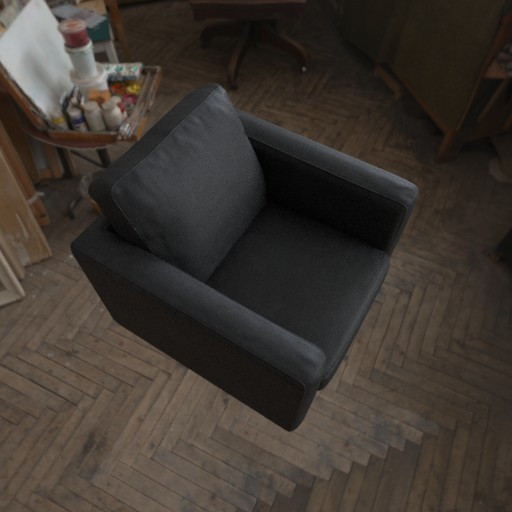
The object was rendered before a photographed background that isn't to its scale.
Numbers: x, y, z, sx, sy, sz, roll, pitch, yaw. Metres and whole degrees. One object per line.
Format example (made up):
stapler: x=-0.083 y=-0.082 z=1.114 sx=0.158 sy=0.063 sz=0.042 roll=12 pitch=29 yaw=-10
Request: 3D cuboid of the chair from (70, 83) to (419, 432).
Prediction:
chair: x=0.000 y=0.000 z=1.618 sx=0.879 sy=0.898 sz=0.831 roll=27 pitch=61 yaw=17
